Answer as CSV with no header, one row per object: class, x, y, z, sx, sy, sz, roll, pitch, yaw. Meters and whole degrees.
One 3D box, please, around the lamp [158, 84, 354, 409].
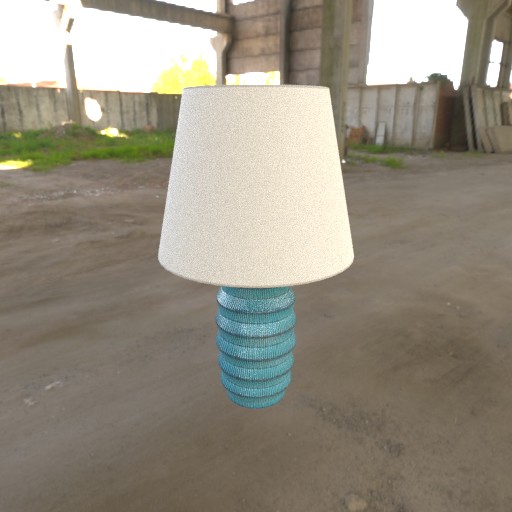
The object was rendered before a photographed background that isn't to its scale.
lamp,0.000,0.000,0.822,0.355,0.582,0.355,0,18,0
